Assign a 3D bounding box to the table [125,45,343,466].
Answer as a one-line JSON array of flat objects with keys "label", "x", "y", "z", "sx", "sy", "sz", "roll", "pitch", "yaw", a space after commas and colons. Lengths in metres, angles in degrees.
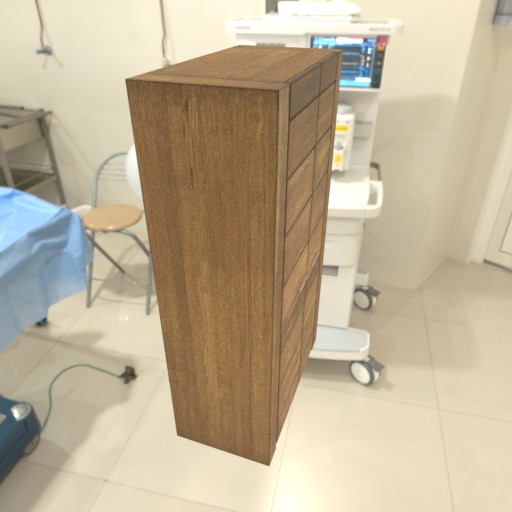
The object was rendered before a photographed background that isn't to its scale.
[{"label": "table", "x": 0.000, "y": 0.000, "z": 2.466, "sx": 0.600, "sy": 2.000, "sz": 1.100, "roll": 11, "pitch": 33, "yaw": 17}]
